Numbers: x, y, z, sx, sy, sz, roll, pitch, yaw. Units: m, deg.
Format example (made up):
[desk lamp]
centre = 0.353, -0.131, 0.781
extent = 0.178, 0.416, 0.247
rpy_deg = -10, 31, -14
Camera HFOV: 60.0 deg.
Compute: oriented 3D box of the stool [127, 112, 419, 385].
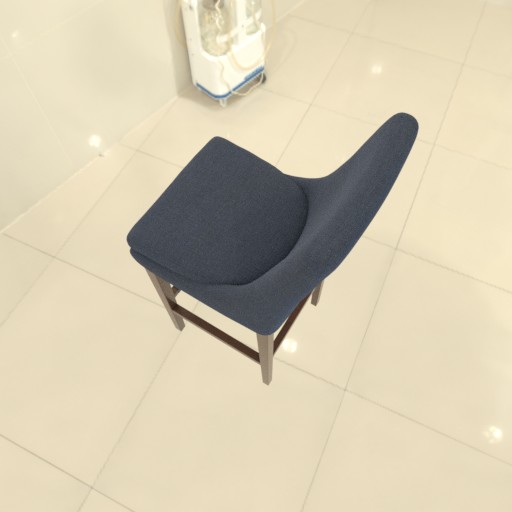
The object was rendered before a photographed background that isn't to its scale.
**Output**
[stool]
centre = 0.000, 0.000, 1.355
extent = 0.577, 1.078, 0.470
rpy_deg = 29, 65, 15
